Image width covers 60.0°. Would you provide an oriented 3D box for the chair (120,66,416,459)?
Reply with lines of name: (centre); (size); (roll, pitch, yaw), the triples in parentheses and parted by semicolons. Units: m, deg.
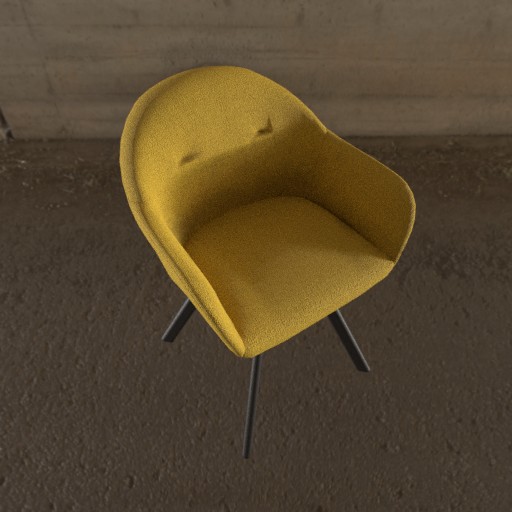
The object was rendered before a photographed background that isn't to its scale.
chair: (0.000, 0.000, 1.132); (0.545, 0.775, 0.565); (-26, 51, -24)
